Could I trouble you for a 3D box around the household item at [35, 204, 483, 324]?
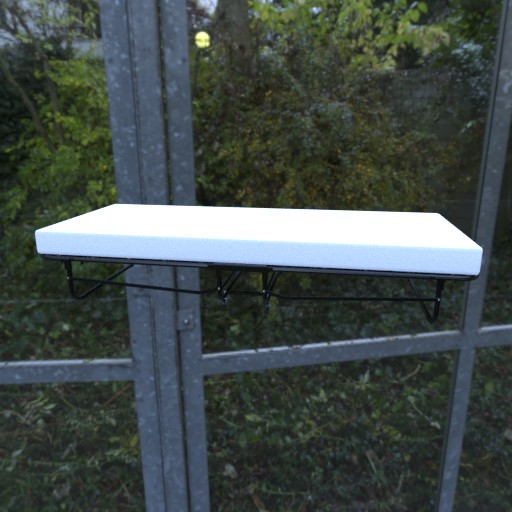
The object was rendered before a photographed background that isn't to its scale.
[{"bbox_3d":[0.000,0.000,2.199,1.905,0.356,0.787,3,16,9],"label":"household item"}]
